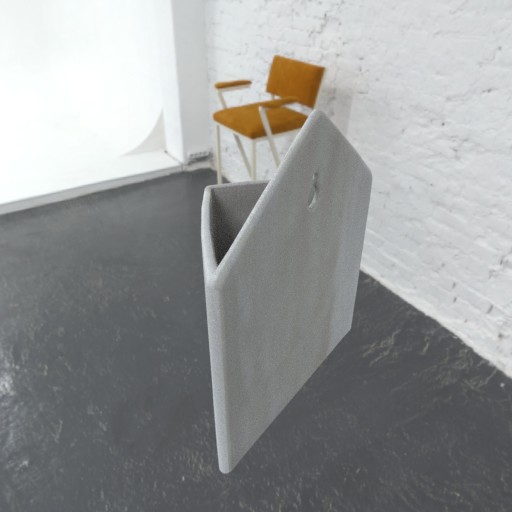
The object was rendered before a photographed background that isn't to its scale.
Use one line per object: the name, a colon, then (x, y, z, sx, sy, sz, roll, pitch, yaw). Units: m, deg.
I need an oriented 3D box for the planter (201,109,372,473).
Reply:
planter: (0.000, 0.000, 0.283, 0.080, 0.194, 0.163, 21, 38, 30)
